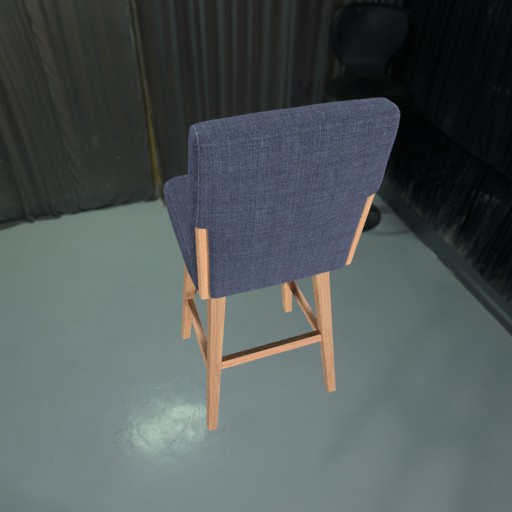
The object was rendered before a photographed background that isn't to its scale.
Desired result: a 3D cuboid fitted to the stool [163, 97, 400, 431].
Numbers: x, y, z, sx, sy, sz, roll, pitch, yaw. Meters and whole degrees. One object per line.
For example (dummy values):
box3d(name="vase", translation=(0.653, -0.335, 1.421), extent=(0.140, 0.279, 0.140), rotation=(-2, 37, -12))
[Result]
box3d(name="stool", translation=(0.000, 0.000, 1.361), extent=(0.483, 1.112, 0.570), rotation=(-13, 42, -14))
